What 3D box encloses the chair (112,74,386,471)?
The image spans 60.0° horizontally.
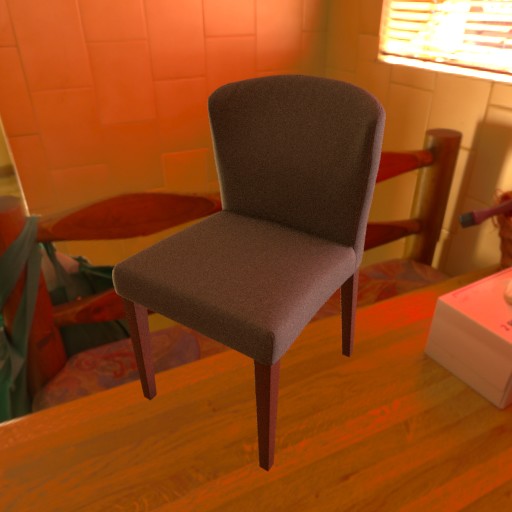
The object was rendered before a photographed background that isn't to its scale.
[{"bbox_3d":[0.000,0.000,1.187,0.491,0.839,0.592,18,35,29],"label":"chair"}]
